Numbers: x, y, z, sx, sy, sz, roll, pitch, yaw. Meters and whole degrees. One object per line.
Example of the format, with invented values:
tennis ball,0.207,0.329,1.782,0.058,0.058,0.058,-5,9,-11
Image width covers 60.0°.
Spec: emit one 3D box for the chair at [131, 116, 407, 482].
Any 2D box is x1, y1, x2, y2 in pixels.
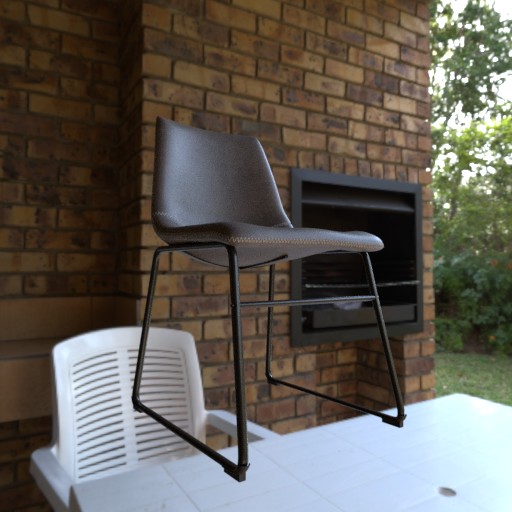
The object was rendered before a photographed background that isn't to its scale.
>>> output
chair,0.000,0.000,1.099,0.460,0.780,0.550,1,-2,-36
